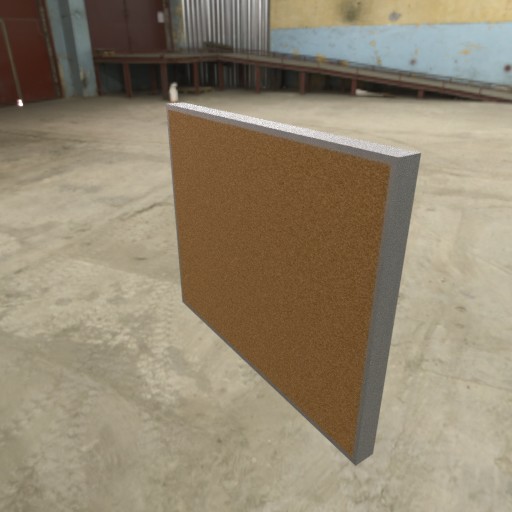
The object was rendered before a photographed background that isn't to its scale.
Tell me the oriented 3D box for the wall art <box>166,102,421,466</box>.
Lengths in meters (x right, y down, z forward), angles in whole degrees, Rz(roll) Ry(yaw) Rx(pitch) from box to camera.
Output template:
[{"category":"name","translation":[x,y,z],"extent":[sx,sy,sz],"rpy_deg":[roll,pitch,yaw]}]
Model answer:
[{"category":"wall art","translation":[0.000,0.000,0.764],"extent":[0.037,0.450,0.557],"rpy_deg":[-17,30,-31]}]
